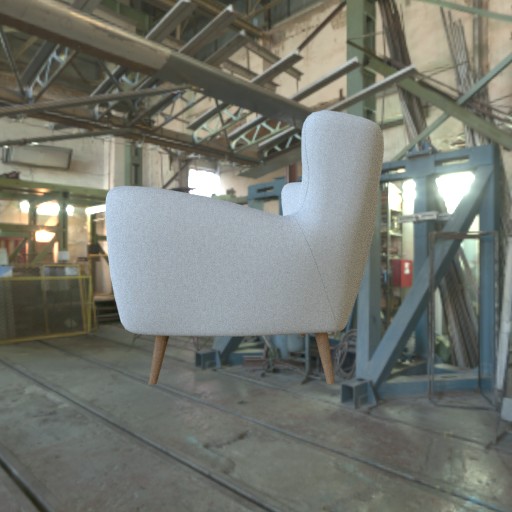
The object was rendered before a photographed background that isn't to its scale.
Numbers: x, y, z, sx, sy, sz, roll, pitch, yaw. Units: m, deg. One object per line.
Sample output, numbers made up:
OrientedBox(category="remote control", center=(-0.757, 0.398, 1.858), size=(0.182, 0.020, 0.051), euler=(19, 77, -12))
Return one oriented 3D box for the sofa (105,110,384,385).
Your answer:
OrientedBox(category="sofa", center=(0.000, 0.000, 1.989), size=(0.921, 0.878, 1.424), euler=(0, -1, 0))
